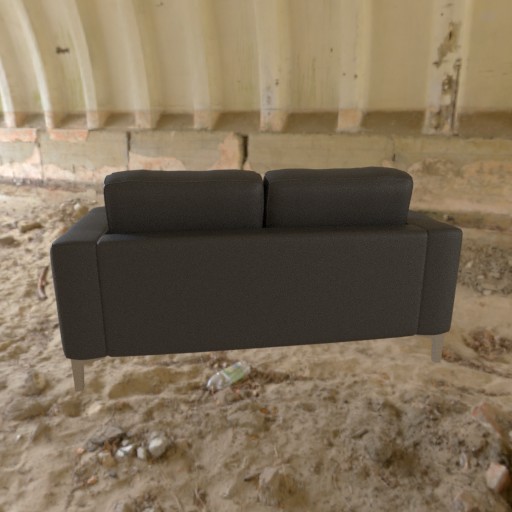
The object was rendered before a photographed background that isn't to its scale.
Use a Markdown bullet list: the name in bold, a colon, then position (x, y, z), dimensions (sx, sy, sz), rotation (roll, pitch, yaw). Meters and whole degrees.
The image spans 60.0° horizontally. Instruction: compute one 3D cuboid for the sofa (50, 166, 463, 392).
- **sofa**: position (0.000, 0.000, 2.212), dimensions (1.726, 0.893, 0.833), rotation (-2, 16, -8)
